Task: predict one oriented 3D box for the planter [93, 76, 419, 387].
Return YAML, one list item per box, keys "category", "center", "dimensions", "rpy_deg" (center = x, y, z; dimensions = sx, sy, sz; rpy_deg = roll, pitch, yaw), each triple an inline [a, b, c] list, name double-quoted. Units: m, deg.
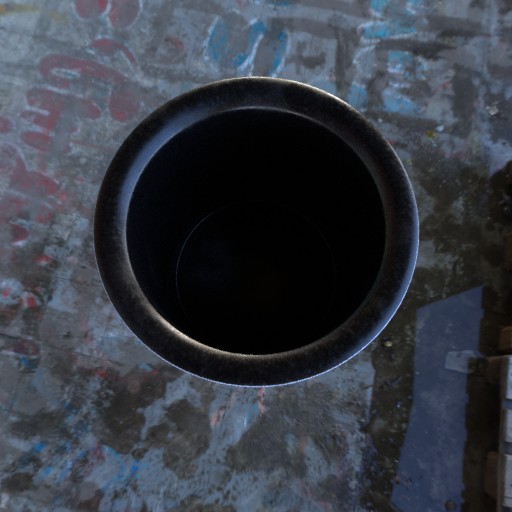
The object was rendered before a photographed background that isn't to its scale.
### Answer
- category: "planter"
  center: [0.000, 0.000, 0.287]
  dimensions: [0.160, 0.156, 0.160]
  rpy_deg: [0, 76, 0]
